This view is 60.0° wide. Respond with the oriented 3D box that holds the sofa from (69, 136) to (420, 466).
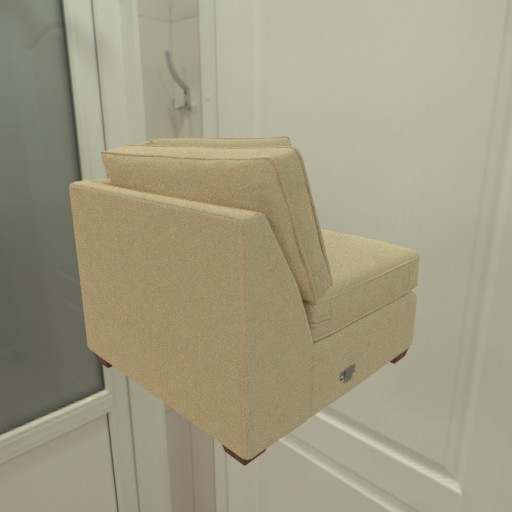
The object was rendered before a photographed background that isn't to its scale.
[{"bbox_3d":[0.000,0.000,1.952,1.084,1.002,1.146,15,22,43],"label":"sofa"}]
